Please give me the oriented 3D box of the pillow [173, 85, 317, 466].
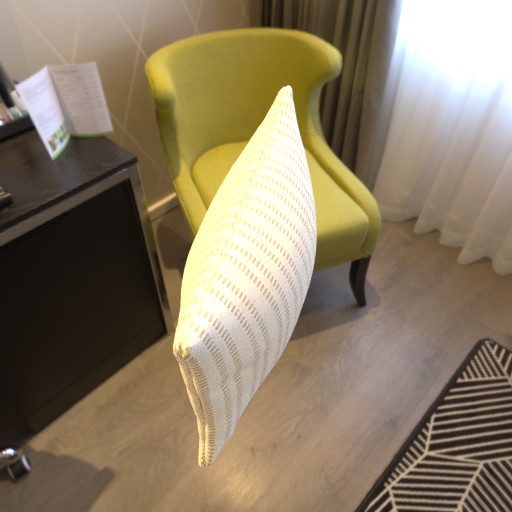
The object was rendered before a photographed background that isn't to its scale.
[{"bbox_3d":[0.000,0.000,0.804,0.210,0.353,0.640,9,47,9],"label":"pillow"}]
